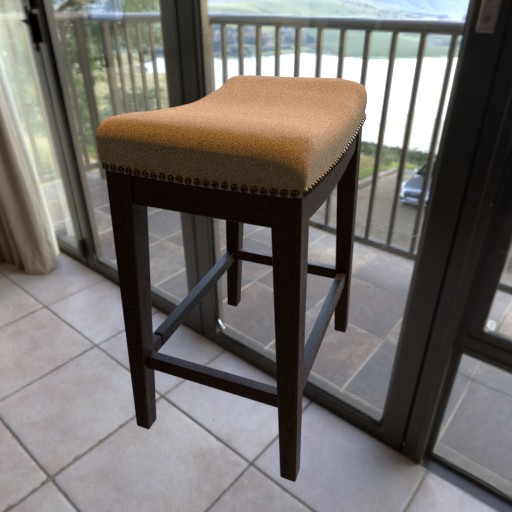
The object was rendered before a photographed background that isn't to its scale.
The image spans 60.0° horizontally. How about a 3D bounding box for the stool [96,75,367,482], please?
[{"bbox_3d":[0.000,0.000,0.953,0.363,0.669,0.509,11,32,18],"label":"stool"}]
